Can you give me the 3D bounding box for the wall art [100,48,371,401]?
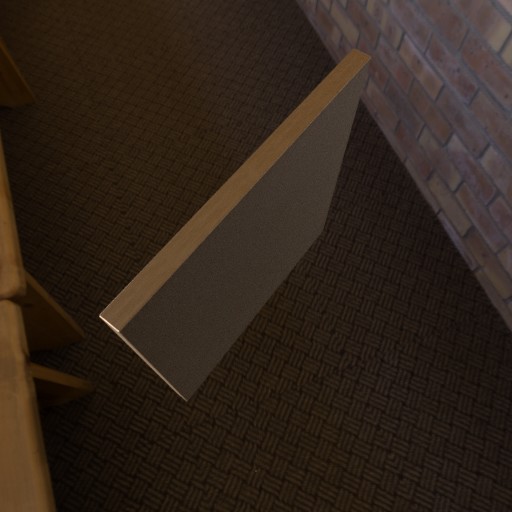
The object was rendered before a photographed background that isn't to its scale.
[{"bbox_3d":[0.000,0.000,0.772,0.030,0.506,0.503,34,69,15],"label":"wall art"}]
